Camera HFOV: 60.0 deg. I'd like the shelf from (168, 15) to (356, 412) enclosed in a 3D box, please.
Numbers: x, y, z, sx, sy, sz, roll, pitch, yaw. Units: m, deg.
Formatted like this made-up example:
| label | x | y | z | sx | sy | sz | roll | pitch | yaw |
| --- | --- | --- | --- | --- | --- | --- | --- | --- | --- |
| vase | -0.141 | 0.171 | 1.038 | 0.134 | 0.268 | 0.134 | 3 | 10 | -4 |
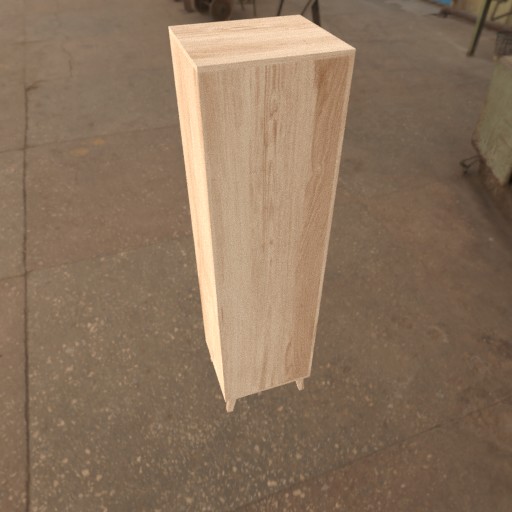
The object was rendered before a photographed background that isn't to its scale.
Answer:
| label | x | y | z | sx | sy | sz | roll | pitch | yaw |
| --- | --- | --- | --- | --- | --- | --- | --- | --- | --- |
| shelf | 0.000 | 0.000 | 2.135 | 0.510 | 1.960 | 0.450 | -13 | 43 | -14 |
